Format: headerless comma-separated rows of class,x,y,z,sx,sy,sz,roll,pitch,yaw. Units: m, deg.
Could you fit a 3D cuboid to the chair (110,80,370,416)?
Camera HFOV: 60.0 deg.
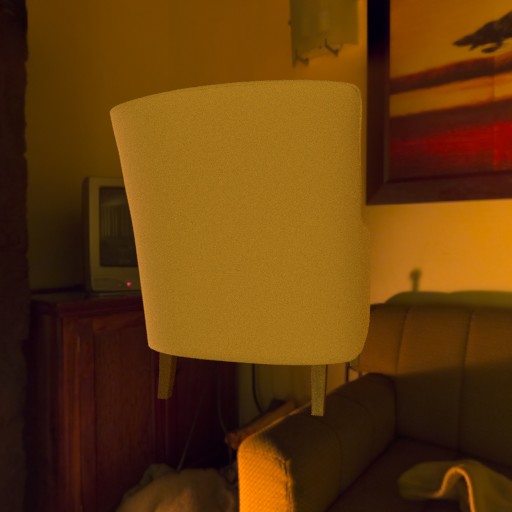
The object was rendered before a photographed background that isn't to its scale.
chair,0.000,0.000,1.550,0.756,0.916,0.879,0,1,17
